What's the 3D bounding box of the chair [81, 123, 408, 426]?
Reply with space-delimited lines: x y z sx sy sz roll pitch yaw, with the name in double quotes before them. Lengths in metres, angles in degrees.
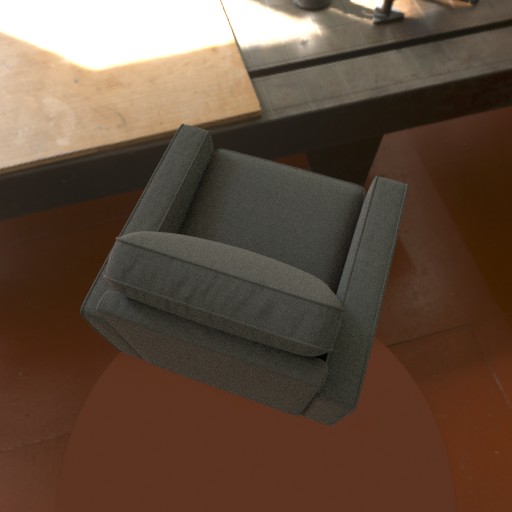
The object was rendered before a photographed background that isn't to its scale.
"chair" 0.000 0.000 1.754 1.017 0.919 0.940 17 65 8
